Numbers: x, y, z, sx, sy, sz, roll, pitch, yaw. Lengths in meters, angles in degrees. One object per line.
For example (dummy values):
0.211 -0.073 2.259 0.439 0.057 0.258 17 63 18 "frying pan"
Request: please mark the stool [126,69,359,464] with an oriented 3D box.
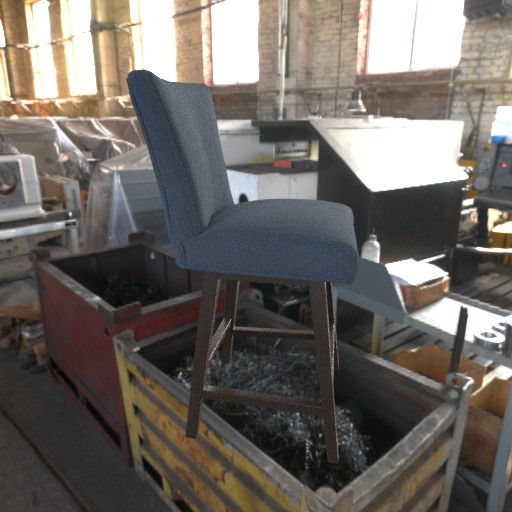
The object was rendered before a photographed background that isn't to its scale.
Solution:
0.000 0.000 1.326 0.574 1.000 0.514 3 18 10 "stool"
